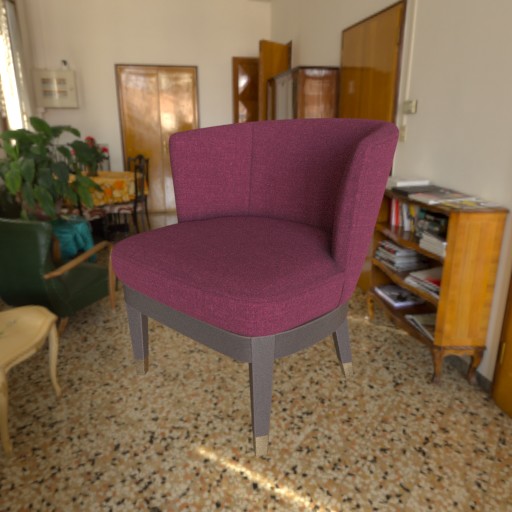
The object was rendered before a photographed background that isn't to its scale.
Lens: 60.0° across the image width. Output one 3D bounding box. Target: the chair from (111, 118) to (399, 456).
[{"bbox_3d":[0.000,0.000,1.274,0.700,0.760,0.660,15,23,41],"label":"chair"}]
